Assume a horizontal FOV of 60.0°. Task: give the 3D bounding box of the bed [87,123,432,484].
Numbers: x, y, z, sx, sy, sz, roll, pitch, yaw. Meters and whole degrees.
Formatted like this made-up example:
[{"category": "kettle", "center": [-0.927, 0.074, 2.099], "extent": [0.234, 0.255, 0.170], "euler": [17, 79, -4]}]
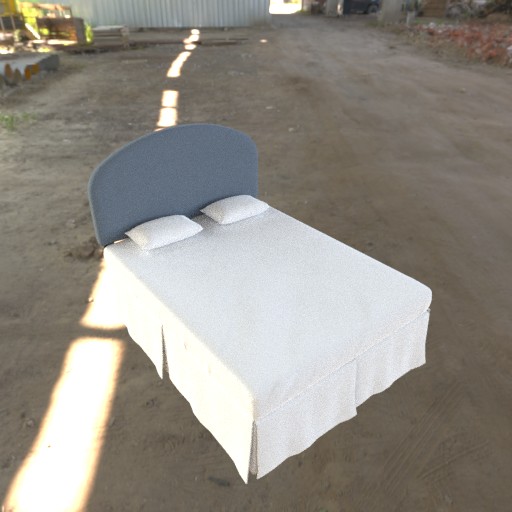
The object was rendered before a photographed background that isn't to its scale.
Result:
[{"category": "bed", "center": [0.000, 0.000, 3.088], "extent": [1.607, 1.410, 2.005], "euler": [-22, 37, -32]}]
